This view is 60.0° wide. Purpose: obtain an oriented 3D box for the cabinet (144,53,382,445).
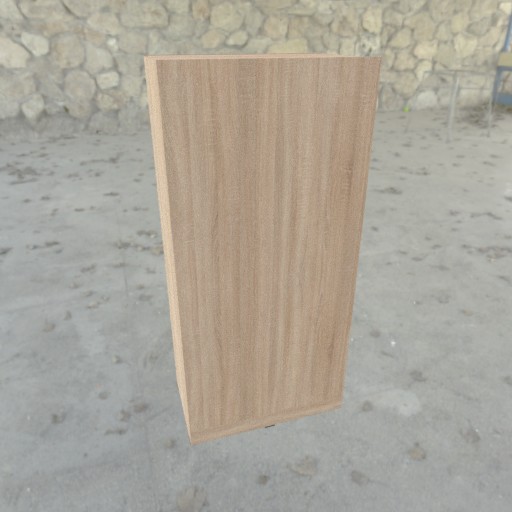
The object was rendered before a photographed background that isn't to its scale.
[{"bbox_3d":[0.000,0.000,2.571,1.001,2.121,0.590,-8,27,-16],"label":"cabinet"}]
